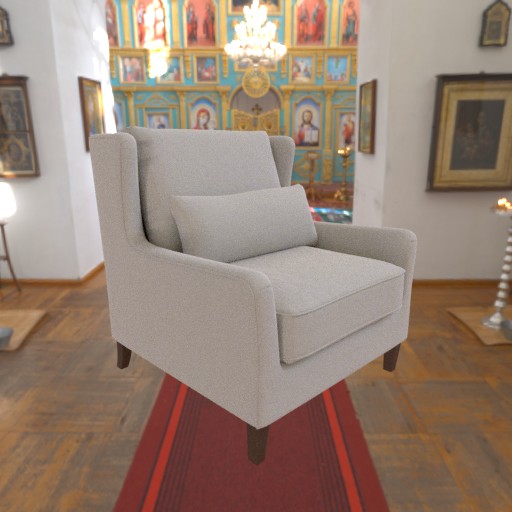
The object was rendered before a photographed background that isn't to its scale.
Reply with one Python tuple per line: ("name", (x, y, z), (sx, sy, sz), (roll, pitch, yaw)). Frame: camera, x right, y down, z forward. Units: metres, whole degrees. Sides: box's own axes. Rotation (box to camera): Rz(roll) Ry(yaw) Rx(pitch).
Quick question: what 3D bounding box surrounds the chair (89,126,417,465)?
("chair", (0.000, 0.000, 1.883), (0.982, 1.056, 1.040), (-14, 19, -43))
